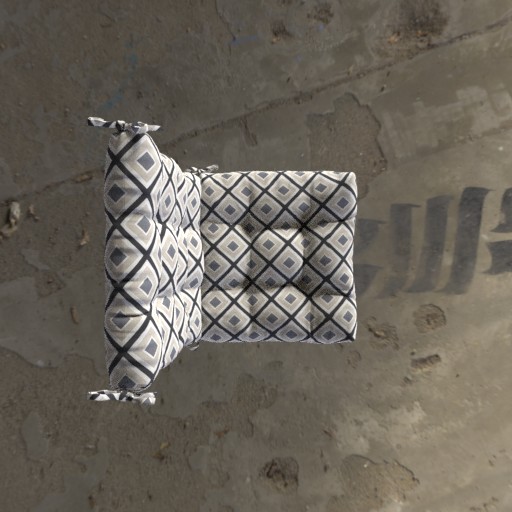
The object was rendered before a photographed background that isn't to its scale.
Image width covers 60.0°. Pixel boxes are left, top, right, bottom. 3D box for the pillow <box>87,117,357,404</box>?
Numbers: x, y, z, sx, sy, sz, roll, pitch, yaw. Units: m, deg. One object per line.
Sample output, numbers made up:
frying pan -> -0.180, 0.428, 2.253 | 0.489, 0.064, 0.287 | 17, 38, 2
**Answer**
pillow -> 0.000, 0.000, 1.017 | 0.571, 0.605, 0.519 | 0, 90, 0
